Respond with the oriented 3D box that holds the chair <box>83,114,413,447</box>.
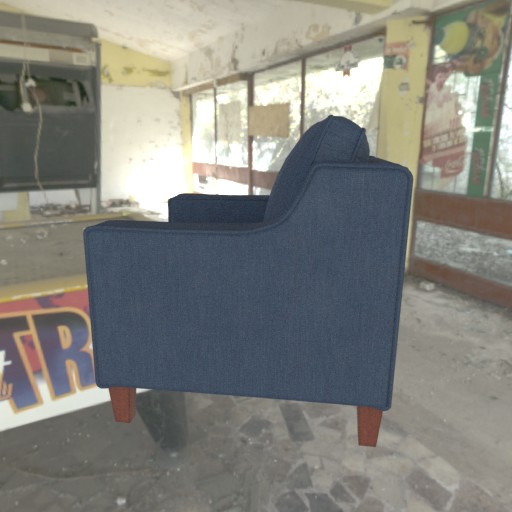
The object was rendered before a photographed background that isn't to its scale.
[{"bbox_3d":[0.000,0.000,1.627,0.909,0.960,0.831,2,15,8],"label":"chair"}]
